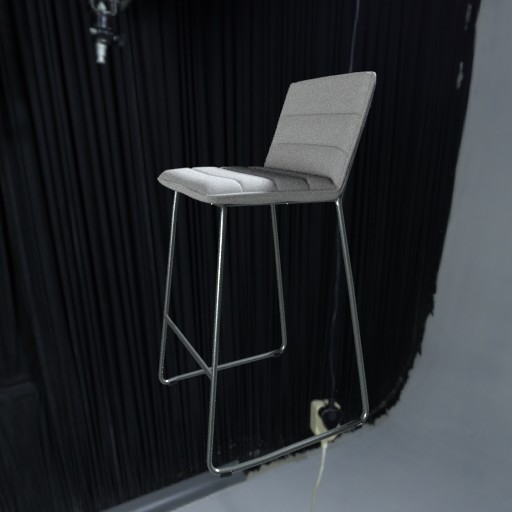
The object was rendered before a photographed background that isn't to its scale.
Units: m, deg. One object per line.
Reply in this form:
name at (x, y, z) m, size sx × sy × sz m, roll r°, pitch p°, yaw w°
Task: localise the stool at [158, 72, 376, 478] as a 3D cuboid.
stool at (0.000, 0.000, 1.248) m, size 0.490 × 0.960 × 0.490 m, roll -8°, pitch 18°, yaw -26°
